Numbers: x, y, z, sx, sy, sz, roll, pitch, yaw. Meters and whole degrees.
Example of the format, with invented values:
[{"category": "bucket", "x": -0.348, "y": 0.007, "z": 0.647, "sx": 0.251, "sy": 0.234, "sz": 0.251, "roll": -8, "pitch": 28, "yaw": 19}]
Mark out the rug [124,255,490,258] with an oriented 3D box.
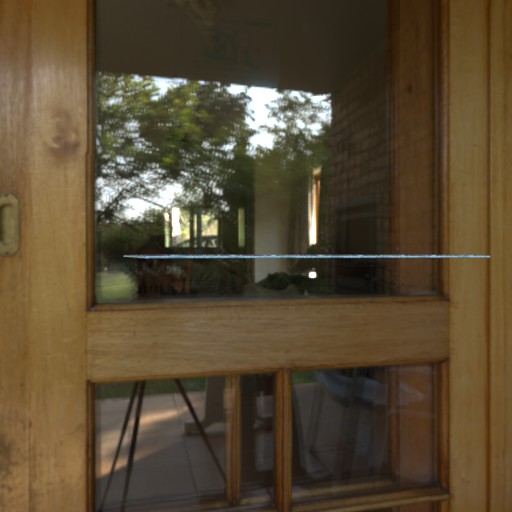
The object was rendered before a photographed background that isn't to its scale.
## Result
[{"category": "rug", "x": 0.000, "y": 0.000, "z": 2.863, "sx": 1.567, "sy": 0.014, "sz": 2.207, "roll": 0, "pitch": 0, "yaw": -19}]
